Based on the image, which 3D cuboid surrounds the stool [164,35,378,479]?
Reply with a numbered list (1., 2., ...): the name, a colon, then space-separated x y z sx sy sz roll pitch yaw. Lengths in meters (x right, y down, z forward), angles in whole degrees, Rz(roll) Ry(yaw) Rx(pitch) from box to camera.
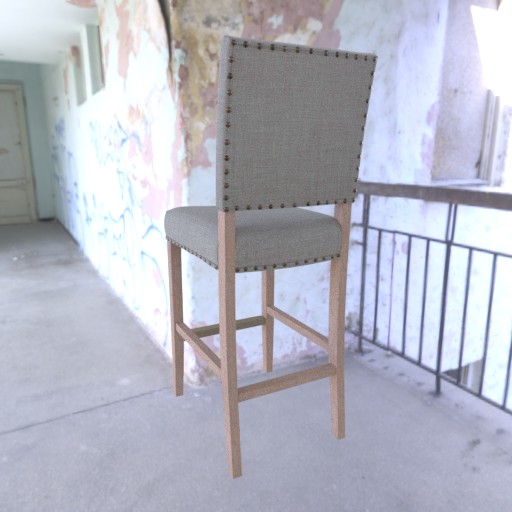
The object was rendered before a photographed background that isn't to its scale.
1. stool: 0.000 0.000 1.442 0.445 1.173 0.585 -7 16 -27
